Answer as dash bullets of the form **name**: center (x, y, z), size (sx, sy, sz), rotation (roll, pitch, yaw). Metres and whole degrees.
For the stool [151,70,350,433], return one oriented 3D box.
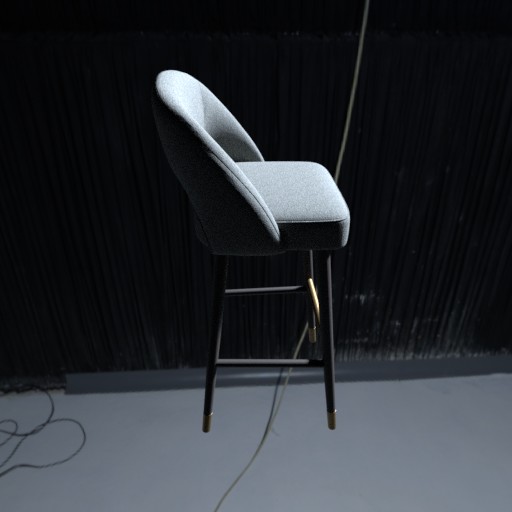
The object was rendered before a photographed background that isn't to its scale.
- **stool**: center (0.000, 0.000, 1.411), size (0.524, 1.089, 0.536), rotation (-1, 30, -2)
